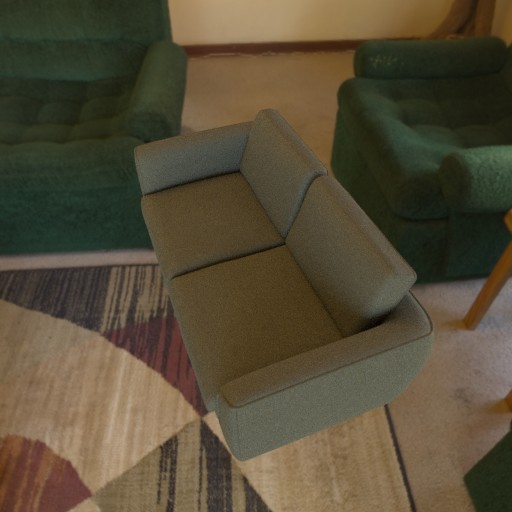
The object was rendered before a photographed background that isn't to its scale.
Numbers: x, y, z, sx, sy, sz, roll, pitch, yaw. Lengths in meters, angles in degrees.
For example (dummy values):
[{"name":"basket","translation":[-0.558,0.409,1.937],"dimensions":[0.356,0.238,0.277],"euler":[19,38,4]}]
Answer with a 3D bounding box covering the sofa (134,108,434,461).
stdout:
[{"name":"sofa","translation":[0.000,0.000,2.210],"dimensions":[0.920,0.850,1.700],"euler":[-16,48,-15]}]
